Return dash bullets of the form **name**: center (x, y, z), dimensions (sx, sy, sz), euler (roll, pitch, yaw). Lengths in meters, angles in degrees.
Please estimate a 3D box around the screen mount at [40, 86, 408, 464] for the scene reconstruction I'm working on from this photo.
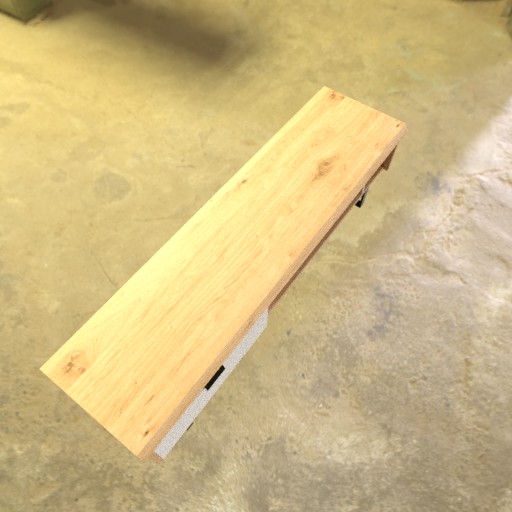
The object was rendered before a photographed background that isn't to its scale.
- **screen mount**: center (0.000, 0.000, 1.872), dimensions (0.450, 0.430, 1.700), euler (32, 64, 18)
